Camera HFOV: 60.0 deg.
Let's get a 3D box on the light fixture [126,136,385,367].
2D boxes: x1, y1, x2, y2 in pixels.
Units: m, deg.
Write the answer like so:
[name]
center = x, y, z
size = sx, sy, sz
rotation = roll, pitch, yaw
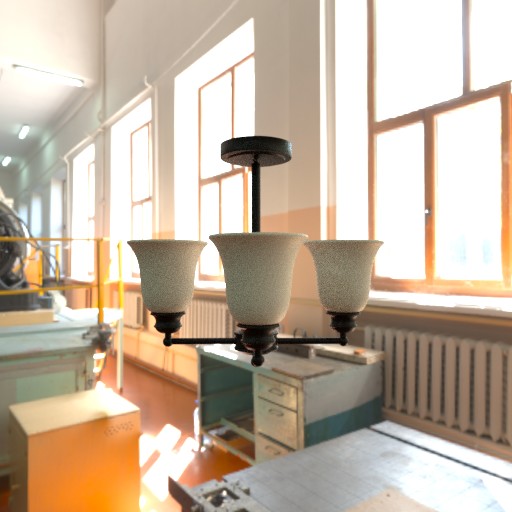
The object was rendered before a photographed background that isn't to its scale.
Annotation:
[light fixture]
center = 0.000, 0.000, 1.856
size = 1.069, 0.925, 1.069
rotation = 0, -1, -1
